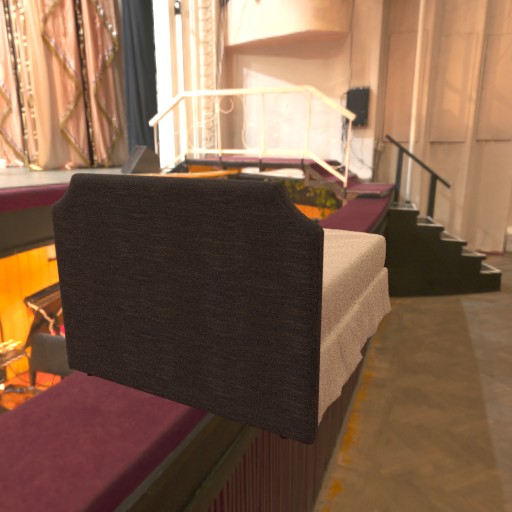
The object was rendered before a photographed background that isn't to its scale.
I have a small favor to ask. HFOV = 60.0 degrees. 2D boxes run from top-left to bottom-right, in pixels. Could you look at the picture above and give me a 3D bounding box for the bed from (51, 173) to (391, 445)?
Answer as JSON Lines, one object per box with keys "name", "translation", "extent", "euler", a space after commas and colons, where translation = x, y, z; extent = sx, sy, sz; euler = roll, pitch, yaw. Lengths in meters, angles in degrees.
{"name": "bed", "translation": [0.000, 0.000, 3.267], "extent": [1.693, 1.290, 2.116], "euler": [7, 16, 26]}
